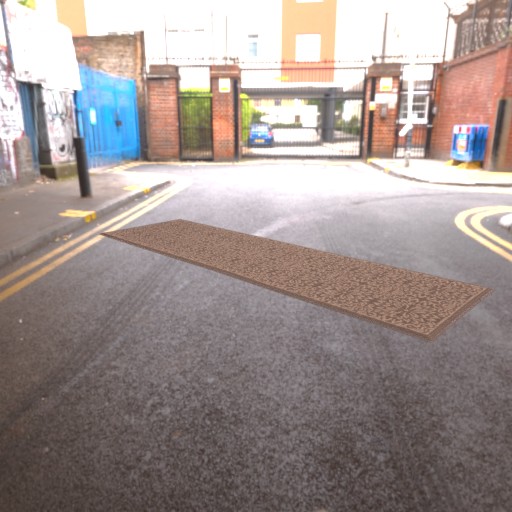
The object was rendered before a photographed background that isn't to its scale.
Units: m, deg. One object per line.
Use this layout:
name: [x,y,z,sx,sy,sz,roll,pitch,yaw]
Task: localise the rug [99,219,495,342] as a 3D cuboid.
rug: [0.000,0.000,2.390,2.196,0.011,0.662,15,22,41]
